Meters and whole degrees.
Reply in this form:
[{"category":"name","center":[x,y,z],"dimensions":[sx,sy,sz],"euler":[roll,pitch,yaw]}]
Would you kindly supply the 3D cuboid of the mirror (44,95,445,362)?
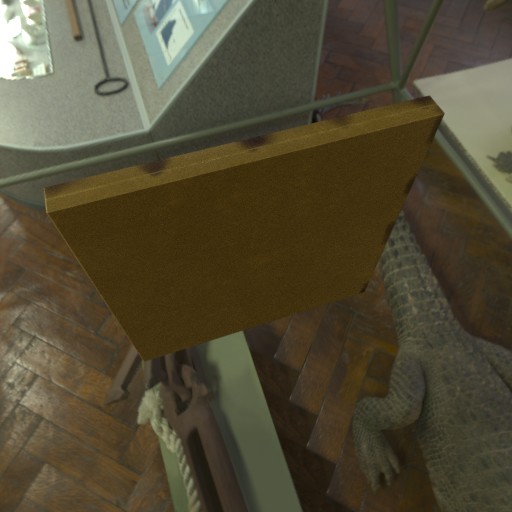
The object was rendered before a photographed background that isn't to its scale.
[{"category":"mirror","center":[0.000,0.000,0.762],"dimensions":[0.509,0.507,0.042],"euler":[-16,59,-10]}]
